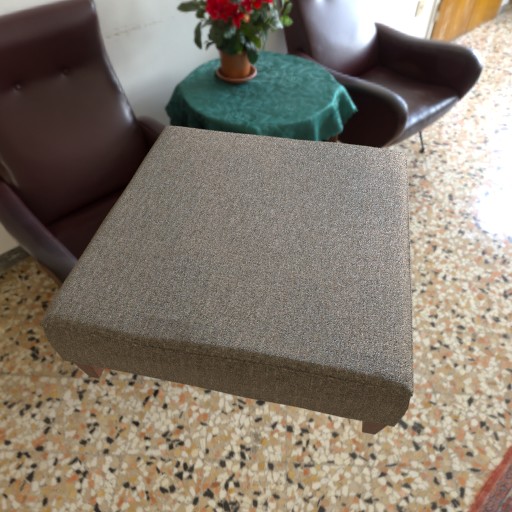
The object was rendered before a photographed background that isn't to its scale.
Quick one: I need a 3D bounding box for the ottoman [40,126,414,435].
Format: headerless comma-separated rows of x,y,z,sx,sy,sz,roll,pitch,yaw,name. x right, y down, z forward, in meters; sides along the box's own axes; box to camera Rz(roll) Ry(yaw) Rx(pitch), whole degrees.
0.000,0.000,1.533,0.981,0.379,1.016,9,48,8,ottoman
